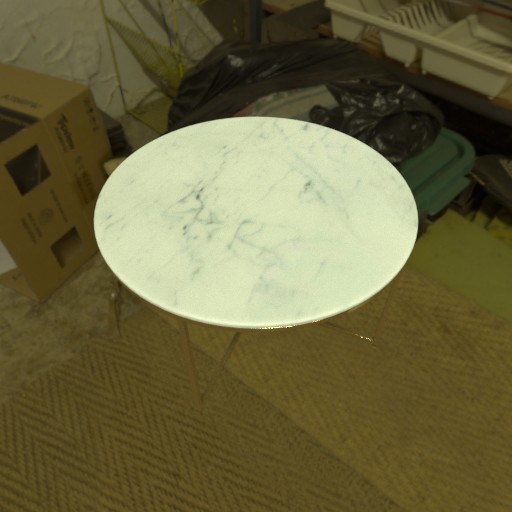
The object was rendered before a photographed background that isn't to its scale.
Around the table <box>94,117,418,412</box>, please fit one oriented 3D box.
[{"bbox_3d":[0.000,0.000,1.286,0.800,0.450,0.800,0,46,0],"label":"table"}]
